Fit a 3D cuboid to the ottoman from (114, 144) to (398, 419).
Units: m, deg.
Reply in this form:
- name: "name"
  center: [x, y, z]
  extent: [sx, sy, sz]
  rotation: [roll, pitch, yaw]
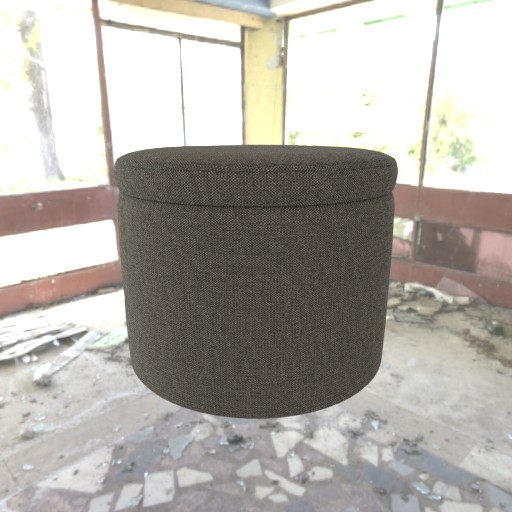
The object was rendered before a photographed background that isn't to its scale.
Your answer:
- name: "ottoman"
  center: [0.000, 0.000, 0.891]
  extent: [0.520, 0.430, 0.520]
  rotation: [0, 16, 0]
